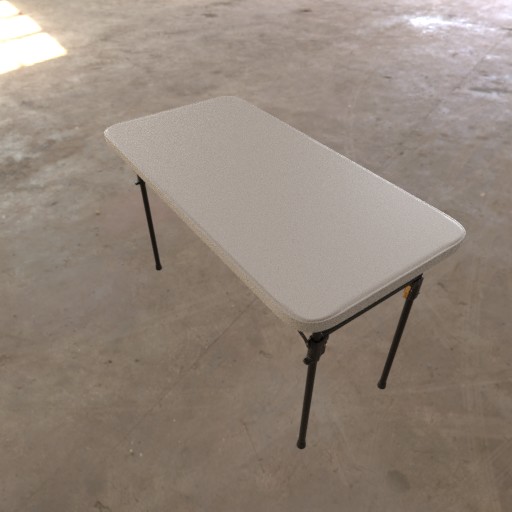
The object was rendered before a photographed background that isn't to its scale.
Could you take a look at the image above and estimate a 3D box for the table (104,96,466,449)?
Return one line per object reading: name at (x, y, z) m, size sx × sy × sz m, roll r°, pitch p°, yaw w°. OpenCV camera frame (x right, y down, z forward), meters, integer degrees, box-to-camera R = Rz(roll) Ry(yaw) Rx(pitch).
table at (0.000, 0.000, 1.677) m, size 0.610 × 0.729 × 1.219 m, roll -25°, pitch 47°, yaw -26°
